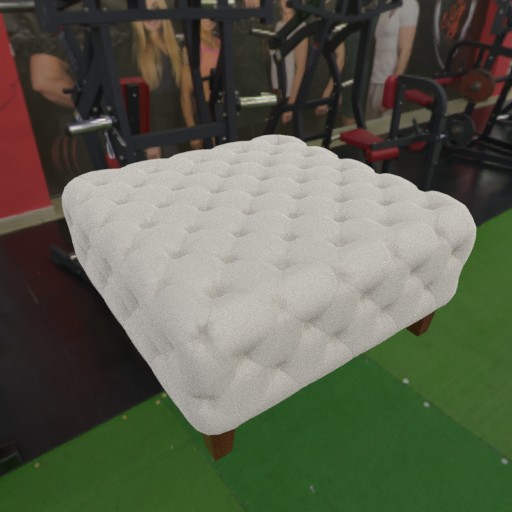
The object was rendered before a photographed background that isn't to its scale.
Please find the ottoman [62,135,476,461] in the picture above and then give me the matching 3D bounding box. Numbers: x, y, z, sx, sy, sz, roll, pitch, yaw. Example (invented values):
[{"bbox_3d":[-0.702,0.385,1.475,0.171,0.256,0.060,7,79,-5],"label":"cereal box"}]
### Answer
[{"bbox_3d":[0.000,0.000,1.149,0.753,0.376,0.755,-20,37,-29],"label":"ottoman"}]
